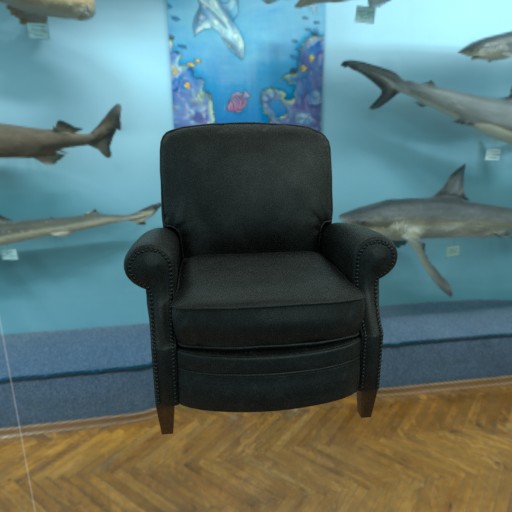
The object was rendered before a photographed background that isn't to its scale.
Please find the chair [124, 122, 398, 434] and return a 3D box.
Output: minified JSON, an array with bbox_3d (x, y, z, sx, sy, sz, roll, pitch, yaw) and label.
[{"bbox_3d":[0.000,0.000,1.765,0.936,1.018,0.986,-2,17,-7],"label":"chair"}]
